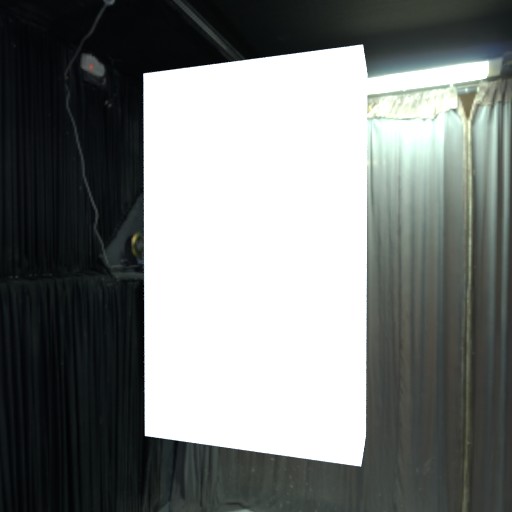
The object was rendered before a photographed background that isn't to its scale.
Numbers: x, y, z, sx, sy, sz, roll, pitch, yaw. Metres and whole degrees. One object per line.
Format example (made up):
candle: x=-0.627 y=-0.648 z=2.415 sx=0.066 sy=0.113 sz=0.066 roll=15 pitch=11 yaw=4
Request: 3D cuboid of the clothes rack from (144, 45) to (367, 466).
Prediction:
clothes rack: x=0.000 y=0.000 z=1.576 sx=0.750 sy=1.280 sz=0.250 roll=0 pitch=1 yaw=17
